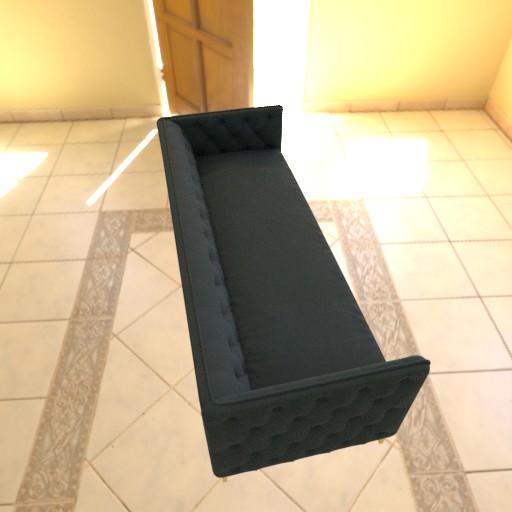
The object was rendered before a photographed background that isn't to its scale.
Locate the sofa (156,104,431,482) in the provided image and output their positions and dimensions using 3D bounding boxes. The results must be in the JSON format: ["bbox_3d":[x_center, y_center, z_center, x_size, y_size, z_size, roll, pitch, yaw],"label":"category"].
[{"bbox_3d":[0.000,0.000,2.595,0.895,0.771,2.209,-9,46,-9],"label":"sofa"}]
